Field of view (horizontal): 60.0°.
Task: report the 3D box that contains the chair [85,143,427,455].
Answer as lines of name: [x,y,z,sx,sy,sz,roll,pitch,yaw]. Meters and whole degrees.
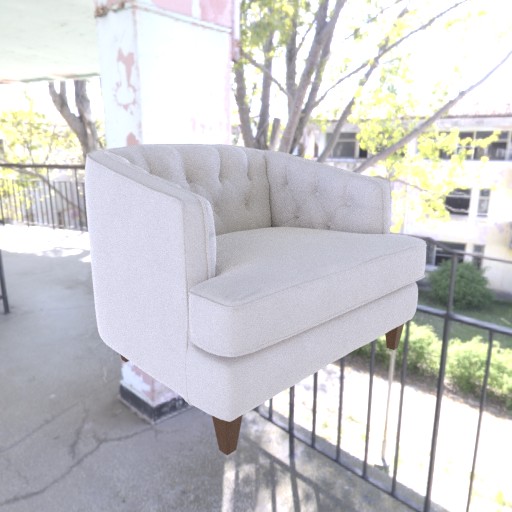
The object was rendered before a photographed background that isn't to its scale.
chair: [0.000,0.000,1.719,0.941,0.852,1.104,13,19,43]
